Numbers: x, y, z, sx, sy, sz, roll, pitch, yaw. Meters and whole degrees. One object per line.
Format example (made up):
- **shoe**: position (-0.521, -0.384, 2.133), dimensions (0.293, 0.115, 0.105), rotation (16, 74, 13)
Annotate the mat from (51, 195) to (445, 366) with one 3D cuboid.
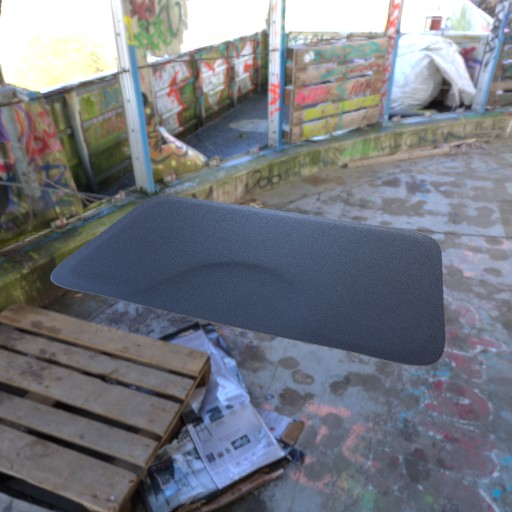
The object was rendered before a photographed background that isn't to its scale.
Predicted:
- **mat**: position (0.000, 0.000, 1.911), dimensions (1.524, 0.013, 0.918), rotation (10, 33, 16)
